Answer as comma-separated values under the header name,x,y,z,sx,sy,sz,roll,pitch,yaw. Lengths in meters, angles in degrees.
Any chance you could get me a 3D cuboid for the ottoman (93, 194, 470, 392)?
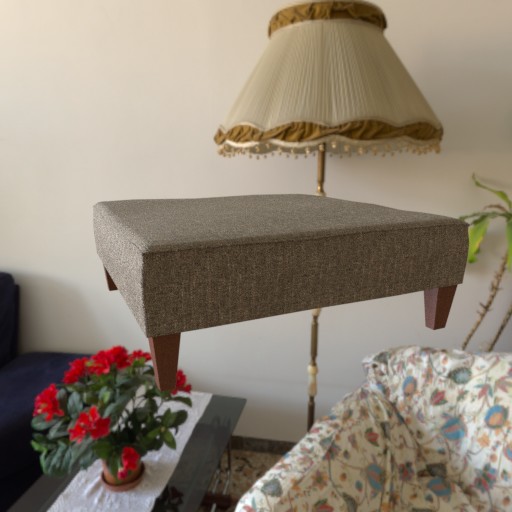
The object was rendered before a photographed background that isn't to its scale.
name,x,y,z,sx,sy,sz,roll,pitch,yaw
ottoman,0.000,0.000,1.592,1.016,0.379,0.981,-6,14,-25
